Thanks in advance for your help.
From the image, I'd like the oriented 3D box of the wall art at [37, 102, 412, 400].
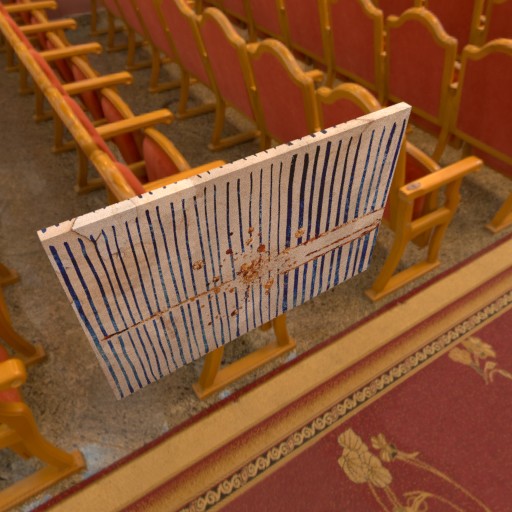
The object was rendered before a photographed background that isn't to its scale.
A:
[{"bbox_3d":[0.000,0.000,1.181,0.919,0.609,0.030,-25,51,-22],"label":"wall art"}]
